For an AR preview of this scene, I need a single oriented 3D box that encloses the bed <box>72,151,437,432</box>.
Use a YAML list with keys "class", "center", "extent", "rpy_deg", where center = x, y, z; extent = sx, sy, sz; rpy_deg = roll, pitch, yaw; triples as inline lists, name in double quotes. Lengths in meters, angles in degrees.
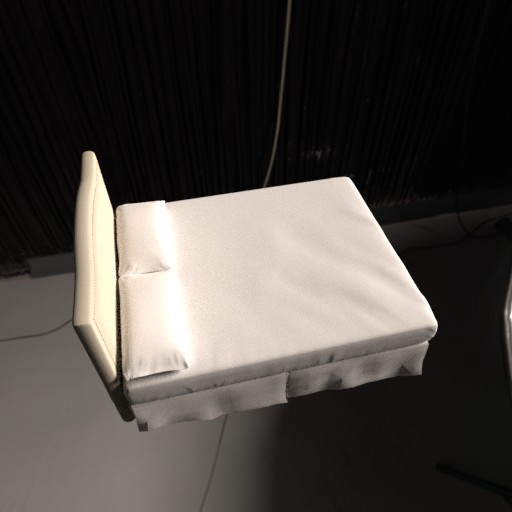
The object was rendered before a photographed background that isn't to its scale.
- class: "bed"
  center: [0.000, 0.000, 3.639]
  extent: [2.477, 1.437, 1.977]
  rpy_deg: [-10, 48, -9]
